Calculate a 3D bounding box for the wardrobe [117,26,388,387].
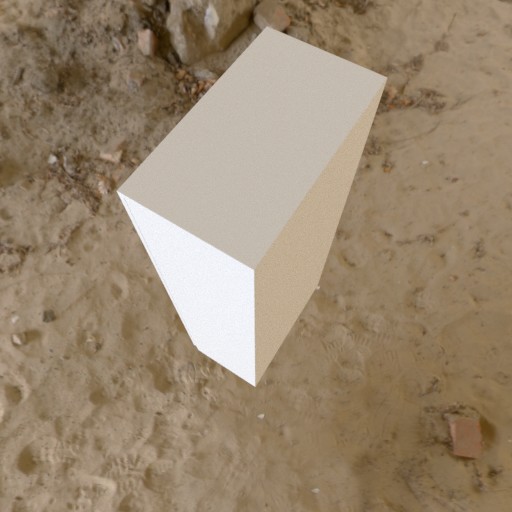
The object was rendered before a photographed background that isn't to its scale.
[{"bbox_3d":[0.000,0.000,2.032,0.470,1.700,0.760,30,68,13],"label":"wardrobe"}]
